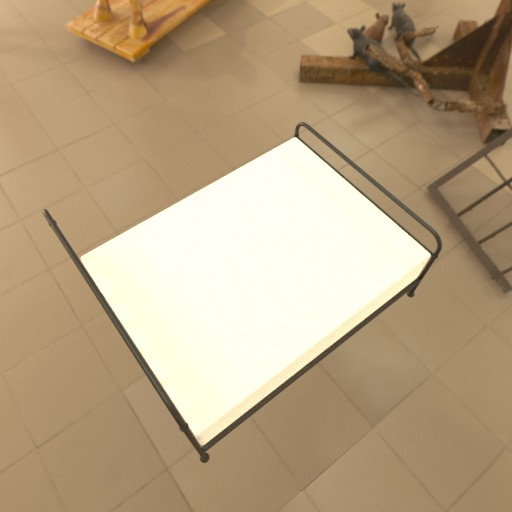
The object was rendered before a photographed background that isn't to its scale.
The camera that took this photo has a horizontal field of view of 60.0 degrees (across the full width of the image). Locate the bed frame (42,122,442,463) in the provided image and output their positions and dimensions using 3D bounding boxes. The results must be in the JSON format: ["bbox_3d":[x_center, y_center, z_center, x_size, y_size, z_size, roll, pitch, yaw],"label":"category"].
[{"bbox_3d":[0.000,0.000,3.272,2.203,1.276,1.664,-33,64,-19],"label":"bed frame"}]
